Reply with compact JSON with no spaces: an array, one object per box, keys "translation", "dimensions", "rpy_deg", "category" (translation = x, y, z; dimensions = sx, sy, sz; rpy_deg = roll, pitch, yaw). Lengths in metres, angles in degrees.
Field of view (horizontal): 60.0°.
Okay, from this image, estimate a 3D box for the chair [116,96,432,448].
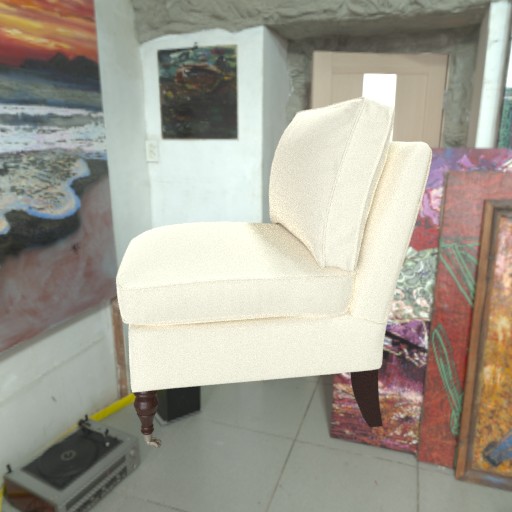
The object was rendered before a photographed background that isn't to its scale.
[{"translation":[0.000,0.000,1.368],"dimensions":[0.781,0.887,0.630],"rpy_deg":[-3,15,-10],"category":"chair"}]
